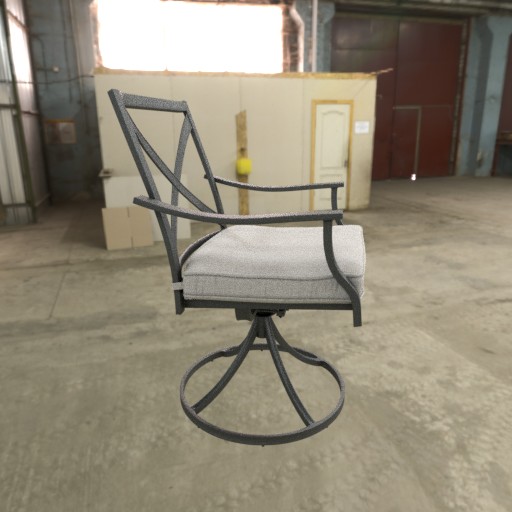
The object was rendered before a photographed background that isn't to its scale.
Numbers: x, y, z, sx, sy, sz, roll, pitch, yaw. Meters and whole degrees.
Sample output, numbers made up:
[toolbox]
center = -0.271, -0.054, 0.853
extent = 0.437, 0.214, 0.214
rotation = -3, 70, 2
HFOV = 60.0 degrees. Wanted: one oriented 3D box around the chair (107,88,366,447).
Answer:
[chair]
center = 0.000, 0.000, 1.295
extent = 0.620, 0.889, 0.575
rotation = 3, 16, 11
